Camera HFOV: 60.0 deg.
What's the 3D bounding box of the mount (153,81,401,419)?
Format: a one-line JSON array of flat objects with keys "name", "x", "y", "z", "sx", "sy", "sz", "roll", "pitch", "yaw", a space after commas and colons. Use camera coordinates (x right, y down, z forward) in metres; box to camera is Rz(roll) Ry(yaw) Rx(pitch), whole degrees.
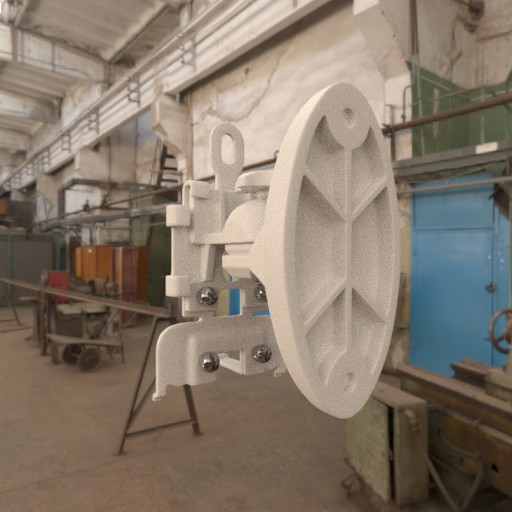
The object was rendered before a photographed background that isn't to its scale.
[{"name": "mount", "x": 0.000, "y": 0.000, "z": 0.178, "sx": 0.066, "sy": 0.118, "sz": 0.100, "roll": 0, "pitch": 0, "yaw": -35}]
